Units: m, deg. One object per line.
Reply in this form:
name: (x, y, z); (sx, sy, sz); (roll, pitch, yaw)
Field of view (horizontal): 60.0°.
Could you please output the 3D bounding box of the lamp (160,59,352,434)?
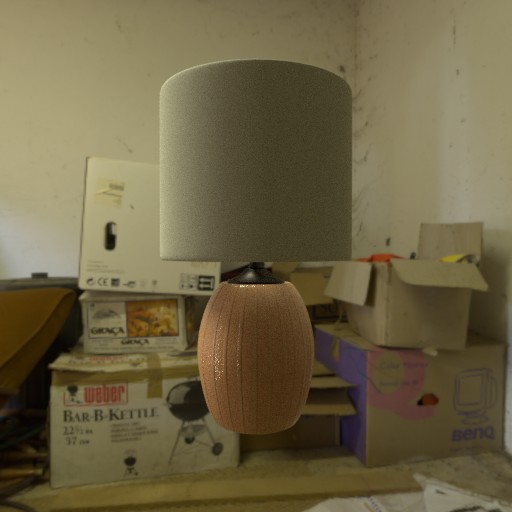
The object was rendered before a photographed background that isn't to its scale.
lamp: (0.000, 0.000, 0.777); (0.329, 0.570, 0.329); (0, 1, 0)
